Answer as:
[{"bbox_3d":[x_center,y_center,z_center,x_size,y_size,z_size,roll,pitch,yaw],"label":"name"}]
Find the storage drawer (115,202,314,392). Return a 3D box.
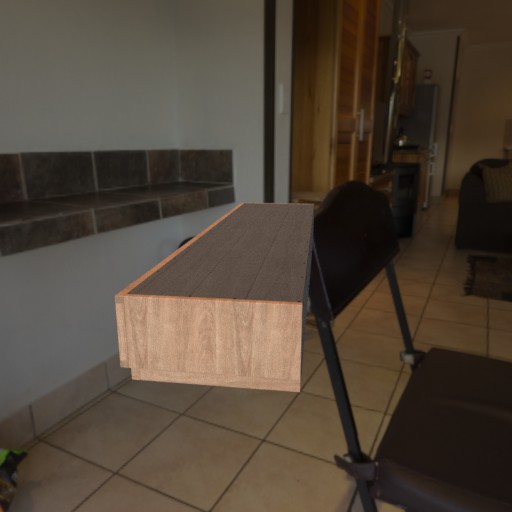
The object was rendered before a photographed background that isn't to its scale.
[{"bbox_3d":[0.000,0.000,2.200,0.538,0.264,2.032,2,14,8],"label":"storage drawer"}]
